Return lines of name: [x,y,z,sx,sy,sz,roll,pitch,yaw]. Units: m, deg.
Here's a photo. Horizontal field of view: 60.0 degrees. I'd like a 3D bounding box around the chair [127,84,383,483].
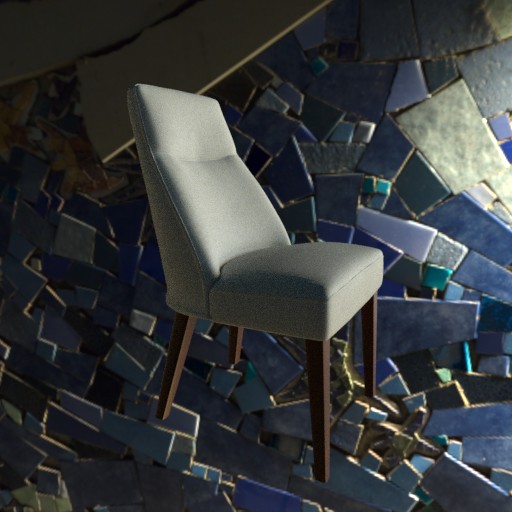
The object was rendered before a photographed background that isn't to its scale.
chair: [0.000,0.000,1.263,0.620,0.930,0.500,7,14,28]
